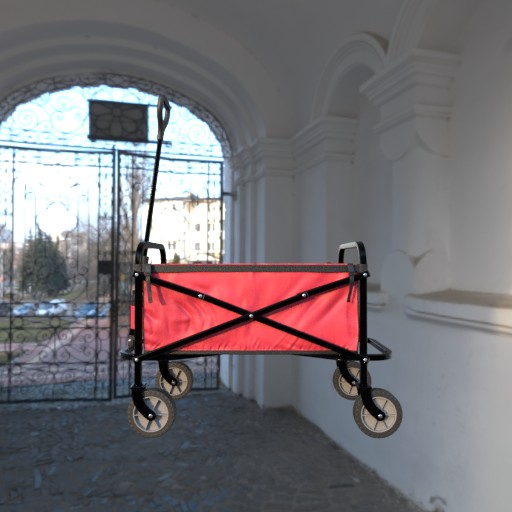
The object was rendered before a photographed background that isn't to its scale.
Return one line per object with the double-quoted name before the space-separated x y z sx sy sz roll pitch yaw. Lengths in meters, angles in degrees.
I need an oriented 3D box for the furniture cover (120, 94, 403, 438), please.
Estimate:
"furniture cover" 0.000 0.000 1.806 1.038 1.295 0.532 0 -1 0
